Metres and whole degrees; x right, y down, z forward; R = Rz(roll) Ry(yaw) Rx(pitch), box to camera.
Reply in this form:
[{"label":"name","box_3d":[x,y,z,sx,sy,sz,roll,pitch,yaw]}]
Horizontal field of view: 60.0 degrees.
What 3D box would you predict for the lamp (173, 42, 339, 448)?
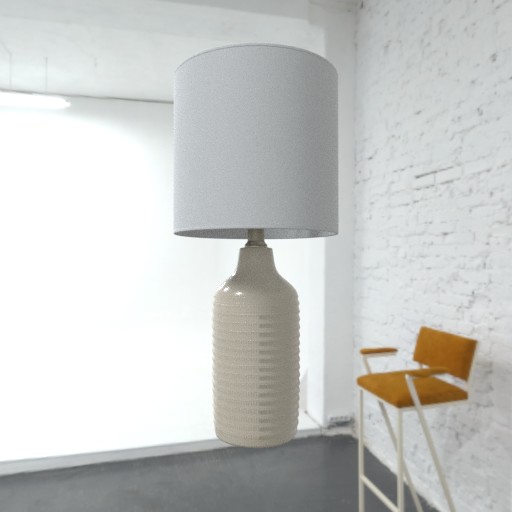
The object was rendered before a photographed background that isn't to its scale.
[{"label":"lamp","box_3d":[0.000,0.000,0.602,0.220,0.475,0.220,1,-1,-35]}]
